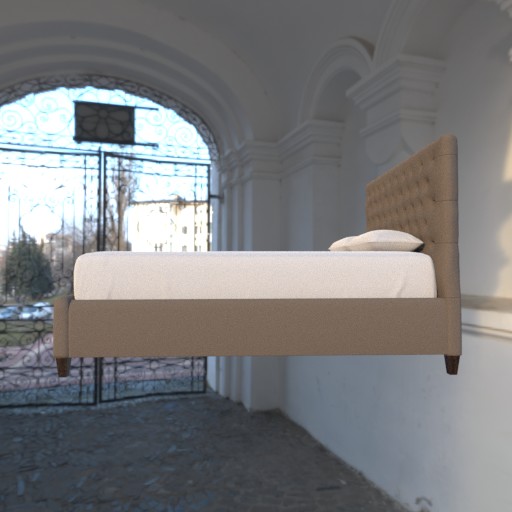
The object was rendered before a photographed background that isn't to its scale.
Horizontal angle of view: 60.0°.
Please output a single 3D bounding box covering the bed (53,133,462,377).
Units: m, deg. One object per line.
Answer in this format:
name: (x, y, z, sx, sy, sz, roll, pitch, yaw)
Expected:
bed: (0.000, 0.000, 3.409, 2.387, 1.427, 1.698, 0, -1, -1)
